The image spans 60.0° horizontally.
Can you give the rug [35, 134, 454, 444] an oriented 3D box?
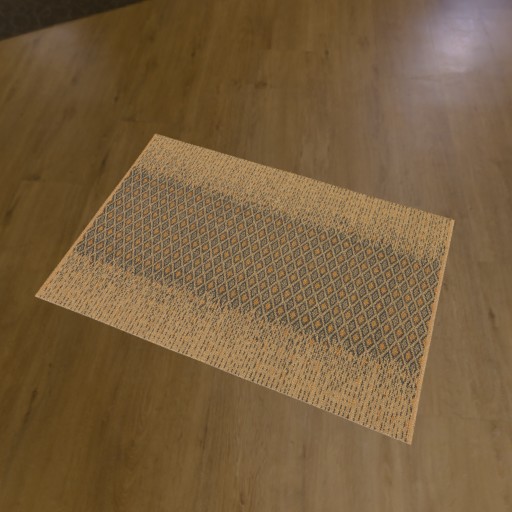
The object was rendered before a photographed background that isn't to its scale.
[{"bbox_3d":[0.000,0.000,2.275,1.828,0.005,1.219,18,59,11],"label":"rug"}]
